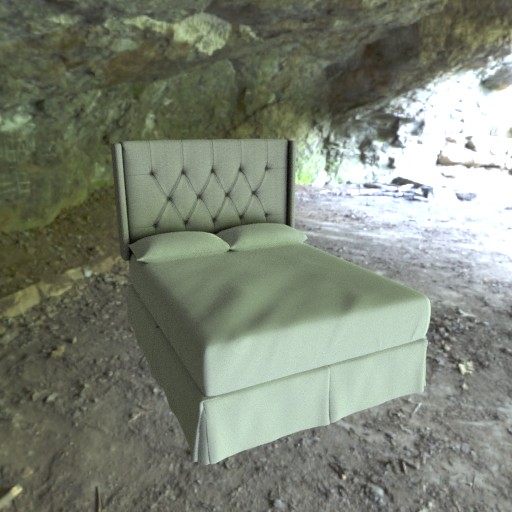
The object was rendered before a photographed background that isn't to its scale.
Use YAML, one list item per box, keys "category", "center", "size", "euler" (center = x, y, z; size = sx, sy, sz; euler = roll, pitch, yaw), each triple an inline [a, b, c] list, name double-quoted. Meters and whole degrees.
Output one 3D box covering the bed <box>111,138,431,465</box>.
- category: "bed"
  center: [0.000, 0.000, 3.363]
  size: [1.719, 1.665, 2.066]
  euler: [-8, 18, -25]
